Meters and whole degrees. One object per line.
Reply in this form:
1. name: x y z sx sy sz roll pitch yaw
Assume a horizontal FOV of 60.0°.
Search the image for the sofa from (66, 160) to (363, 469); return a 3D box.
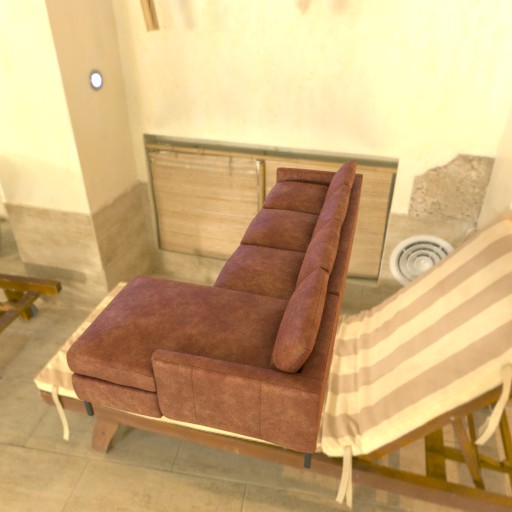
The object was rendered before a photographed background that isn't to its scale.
1. sofa: 0.000 0.000 3.602 1.471 0.859 2.993 8 33 13
